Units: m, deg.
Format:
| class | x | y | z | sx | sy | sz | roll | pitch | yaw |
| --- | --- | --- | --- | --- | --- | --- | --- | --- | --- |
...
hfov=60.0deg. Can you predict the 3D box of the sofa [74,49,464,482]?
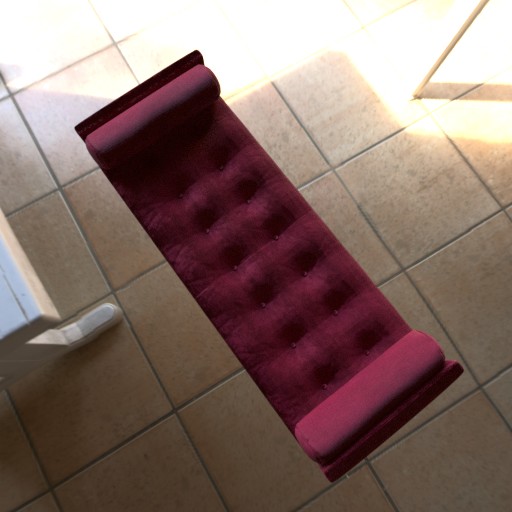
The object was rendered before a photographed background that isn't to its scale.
| class | x | y | z | sx | sy | sz | roll | pitch | yaw |
| --- | --- | --- | --- | --- | --- | --- | --- | --- | --- |
| sofa | 0.000 | 0.000 | 2.389 | 0.796 | 0.705 | 2.102 | -36 | 79 | -8 |
